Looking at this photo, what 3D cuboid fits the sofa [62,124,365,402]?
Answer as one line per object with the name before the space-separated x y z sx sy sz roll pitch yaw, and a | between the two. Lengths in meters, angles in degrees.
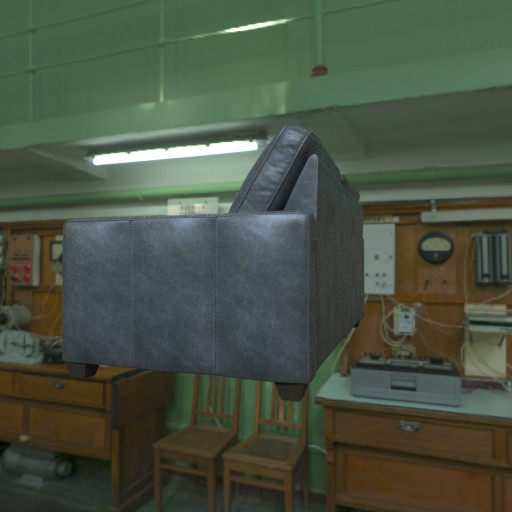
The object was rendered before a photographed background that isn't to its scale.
sofa | 0.000 0.000 2.285 0.939 0.916 1.732 0 -1 19
